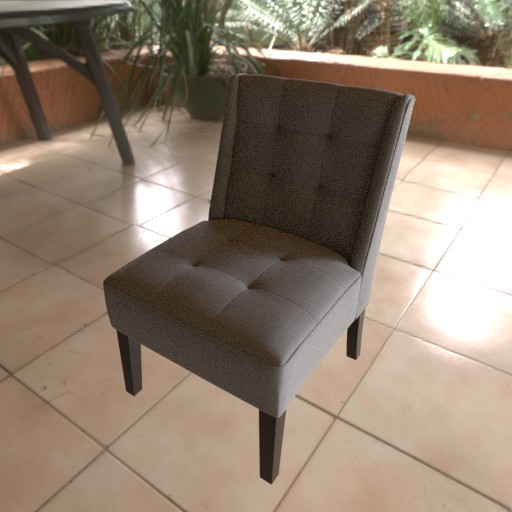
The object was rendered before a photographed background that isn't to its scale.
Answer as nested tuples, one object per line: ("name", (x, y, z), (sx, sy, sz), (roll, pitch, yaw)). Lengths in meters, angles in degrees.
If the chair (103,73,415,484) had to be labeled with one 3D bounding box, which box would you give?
("chair", (0.000, 0.000, 1.259), (0.569, 0.853, 0.676), (20, 37, 28))
